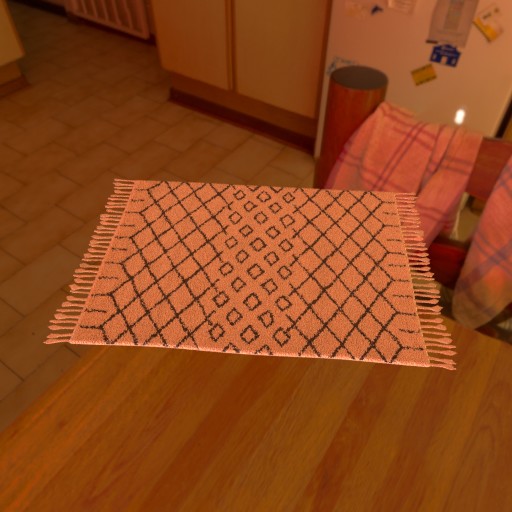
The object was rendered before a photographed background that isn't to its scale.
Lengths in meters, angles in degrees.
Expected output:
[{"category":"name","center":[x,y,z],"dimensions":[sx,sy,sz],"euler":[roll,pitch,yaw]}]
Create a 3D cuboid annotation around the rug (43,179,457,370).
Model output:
[{"category":"rug","center":[0.000,0.000,3.272],"dimensions":[2.615,0.029,1.664],"euler":[3,48,3]}]
